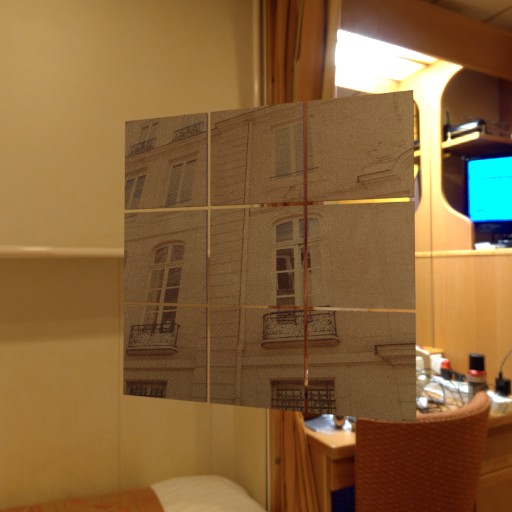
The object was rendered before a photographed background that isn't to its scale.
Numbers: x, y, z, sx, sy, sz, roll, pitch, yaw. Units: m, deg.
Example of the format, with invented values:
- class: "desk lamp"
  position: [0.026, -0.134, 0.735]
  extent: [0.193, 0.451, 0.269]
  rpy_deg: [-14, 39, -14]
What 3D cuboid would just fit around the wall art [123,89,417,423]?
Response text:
- class: "wall art"
  position: [0.000, 0.000, 1.354]
  extent: [0.915, 0.913, 0.018]
  rpy_deg: [0, -1, 17]
